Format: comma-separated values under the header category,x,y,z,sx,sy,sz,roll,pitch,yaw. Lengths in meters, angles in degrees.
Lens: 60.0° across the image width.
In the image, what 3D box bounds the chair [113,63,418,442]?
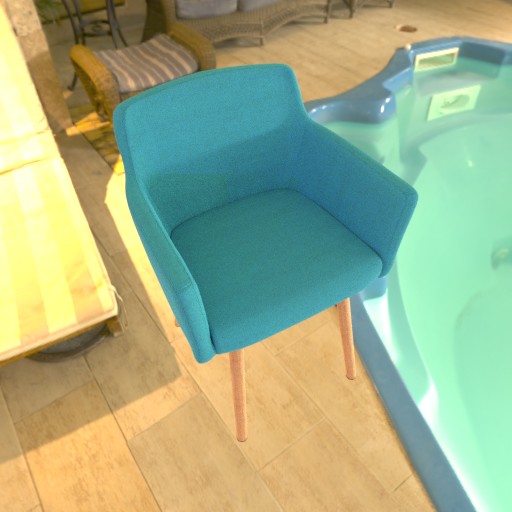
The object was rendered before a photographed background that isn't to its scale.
category,x,y,z,sx,sy,sz,roll,pitch,yaw
chair,0.000,0.000,1.156,0.570,0.780,0.540,-23,50,-20
